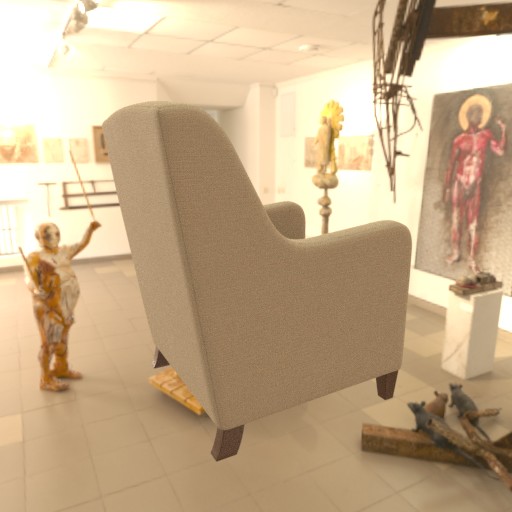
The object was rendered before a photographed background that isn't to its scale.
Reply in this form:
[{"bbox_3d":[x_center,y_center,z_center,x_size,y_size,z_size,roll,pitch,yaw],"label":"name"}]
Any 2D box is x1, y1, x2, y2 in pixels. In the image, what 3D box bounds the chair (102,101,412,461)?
[{"bbox_3d":[0.000,0.000,1.613,0.896,1.017,0.715,-7,15,-28],"label":"chair"}]
